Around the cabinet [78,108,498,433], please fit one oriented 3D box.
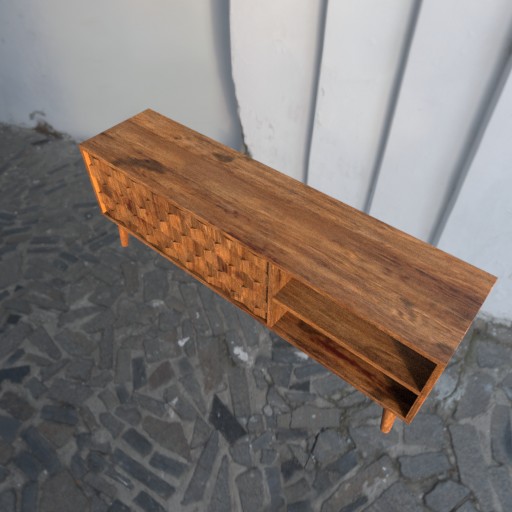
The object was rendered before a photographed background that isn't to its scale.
[{"bbox_3d":[0.000,0.000,1.639,1.448,0.528,0.349,31,54,26],"label":"cabinet"}]
